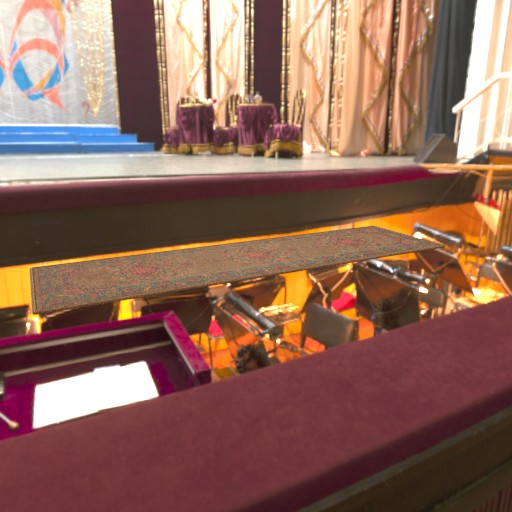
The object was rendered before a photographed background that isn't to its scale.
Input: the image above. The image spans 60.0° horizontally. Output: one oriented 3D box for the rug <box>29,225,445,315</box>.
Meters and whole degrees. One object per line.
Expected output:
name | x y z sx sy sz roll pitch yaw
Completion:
rug | 0.000 0.000 2.513 2.297 0.019 0.659 -8 18 -26
